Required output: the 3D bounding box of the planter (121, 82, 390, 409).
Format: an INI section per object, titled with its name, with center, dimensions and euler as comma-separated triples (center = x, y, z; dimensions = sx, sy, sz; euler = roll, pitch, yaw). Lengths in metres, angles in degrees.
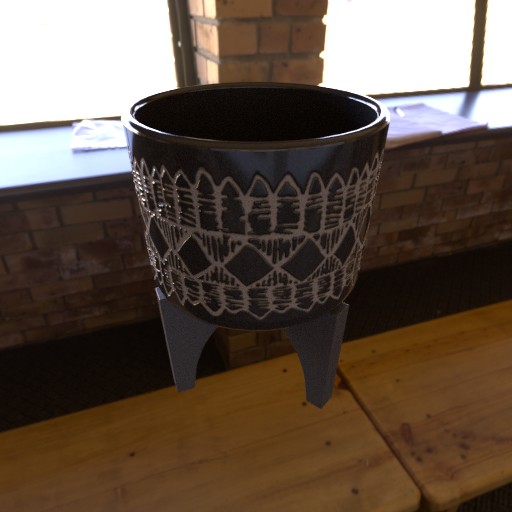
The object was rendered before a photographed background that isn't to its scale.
[planter]
center = 0.000, 0.000, 0.400
dimensions = 0.196, 0.264, 0.196
euler = 22, 38, 32
